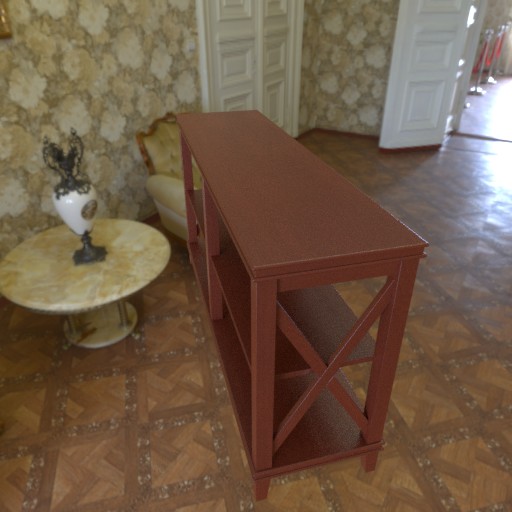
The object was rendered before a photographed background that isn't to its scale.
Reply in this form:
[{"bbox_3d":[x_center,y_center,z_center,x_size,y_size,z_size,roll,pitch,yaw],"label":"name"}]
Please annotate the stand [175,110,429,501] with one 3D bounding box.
[{"bbox_3d":[0.000,0.000,1.643,0.381,0.762,1.372,-8,31,-13],"label":"stand"}]
